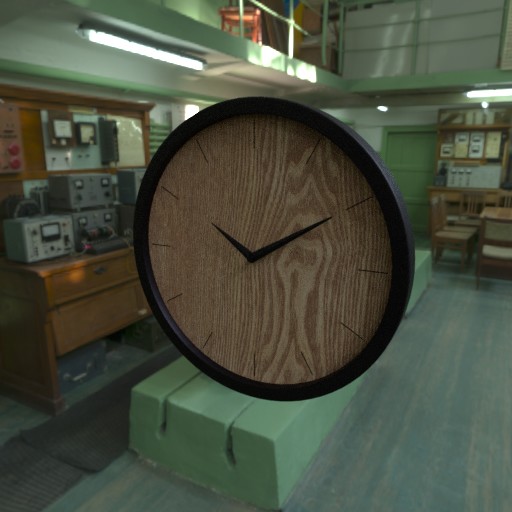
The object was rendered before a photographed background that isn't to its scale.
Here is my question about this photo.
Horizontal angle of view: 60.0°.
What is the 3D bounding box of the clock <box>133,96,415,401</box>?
[{"bbox_3d":[0.000,0.000,0.464,0.314,0.314,0.029,7,15,27],"label":"clock"}]
